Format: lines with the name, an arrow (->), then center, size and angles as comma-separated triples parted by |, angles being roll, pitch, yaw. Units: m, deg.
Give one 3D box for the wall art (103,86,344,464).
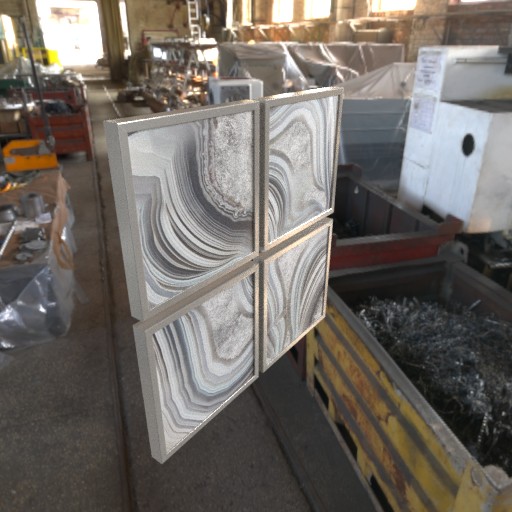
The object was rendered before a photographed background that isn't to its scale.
wall art -> 0.000, 0.000, 0.913 | 0.029, 0.611, 0.611 | 18, 31, 33
